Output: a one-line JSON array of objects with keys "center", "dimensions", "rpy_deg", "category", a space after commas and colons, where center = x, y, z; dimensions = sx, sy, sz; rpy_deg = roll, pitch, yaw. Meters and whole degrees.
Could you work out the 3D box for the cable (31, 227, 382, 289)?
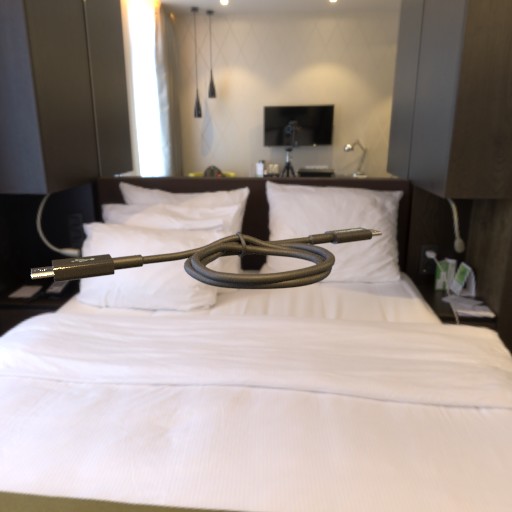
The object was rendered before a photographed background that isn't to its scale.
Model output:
[{"center": [0.000, 0.000, 0.210], "dimensions": [0.192, 0.014, 0.070], "rpy_deg": [-8, 17, -25], "category": "cable"}]
